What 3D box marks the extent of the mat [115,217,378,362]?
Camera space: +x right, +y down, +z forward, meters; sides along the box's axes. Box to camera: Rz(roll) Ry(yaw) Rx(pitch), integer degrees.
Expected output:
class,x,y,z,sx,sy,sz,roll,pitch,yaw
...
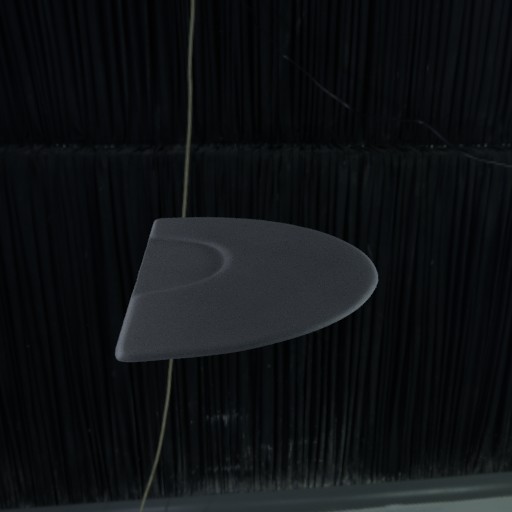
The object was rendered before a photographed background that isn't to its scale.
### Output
class,x,y,z,sx,sy,sz,roll,pitch,yaw
mat,0.000,0.000,1.823,0.917,0.016,1.525,-3,18,-8
